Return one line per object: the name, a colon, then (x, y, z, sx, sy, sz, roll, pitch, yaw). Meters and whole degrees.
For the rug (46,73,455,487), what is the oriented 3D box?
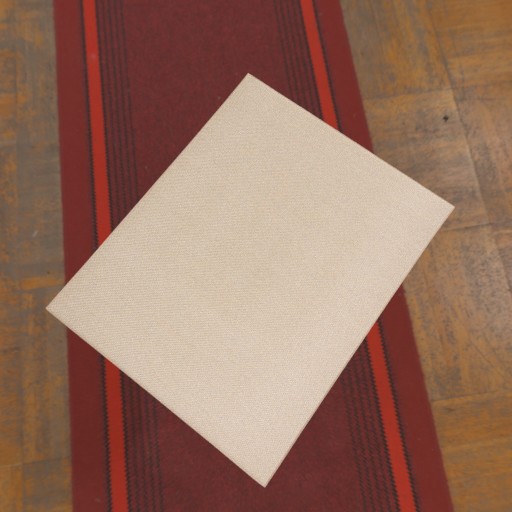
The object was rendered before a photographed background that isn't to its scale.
rug: (0.000, 0.000, 4.089, 2.462, 0.018, 3.039, 36, 78, 9)
